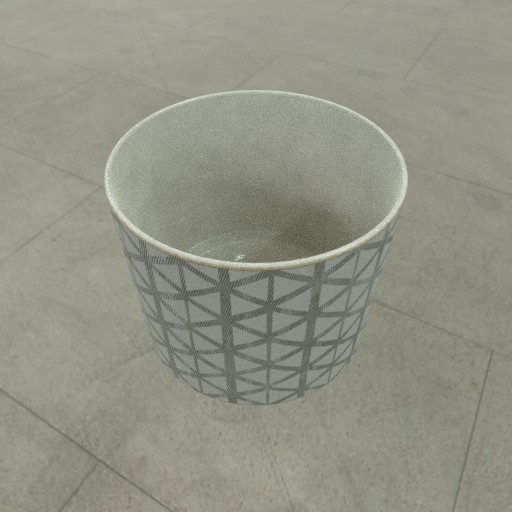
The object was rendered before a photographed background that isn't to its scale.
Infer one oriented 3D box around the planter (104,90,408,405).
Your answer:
[{"bbox_3d":[0.000,0.000,0.459,0.250,0.239,0.250,0,46,0],"label":"planter"}]
